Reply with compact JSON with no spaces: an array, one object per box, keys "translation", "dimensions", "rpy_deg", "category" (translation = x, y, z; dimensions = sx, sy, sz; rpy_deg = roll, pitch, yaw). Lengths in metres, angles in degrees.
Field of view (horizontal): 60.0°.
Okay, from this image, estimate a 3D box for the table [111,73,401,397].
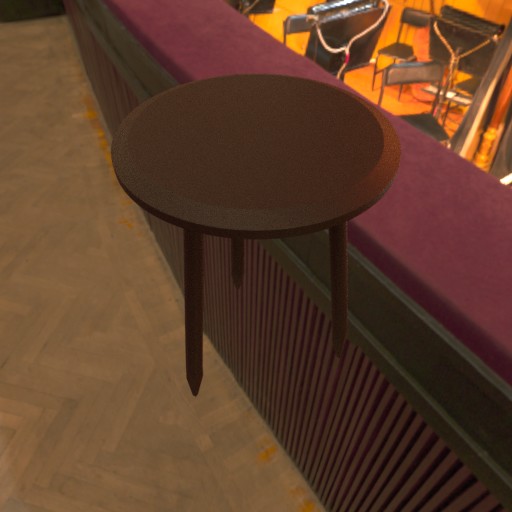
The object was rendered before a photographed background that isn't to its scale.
[{"translation":[0.000,0.000,0.919],"dimensions":[0.457,0.585,0.457],"rpy_deg":[0,46,0],"category":"table"}]
